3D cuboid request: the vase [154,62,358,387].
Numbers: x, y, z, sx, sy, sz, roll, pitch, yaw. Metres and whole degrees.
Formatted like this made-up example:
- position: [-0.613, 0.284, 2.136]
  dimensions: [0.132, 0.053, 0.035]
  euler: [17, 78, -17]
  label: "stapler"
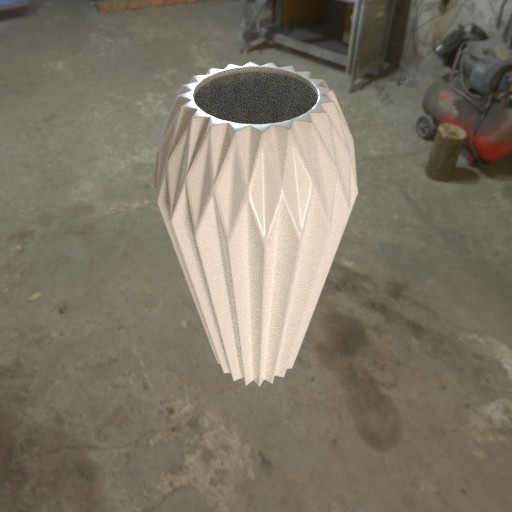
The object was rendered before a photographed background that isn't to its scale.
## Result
- position: [0.000, 0.000, 0.344]
  dimensions: [0.133, 0.263, 0.133]
  euler: [0, 45, 0]
  label: "vase"
